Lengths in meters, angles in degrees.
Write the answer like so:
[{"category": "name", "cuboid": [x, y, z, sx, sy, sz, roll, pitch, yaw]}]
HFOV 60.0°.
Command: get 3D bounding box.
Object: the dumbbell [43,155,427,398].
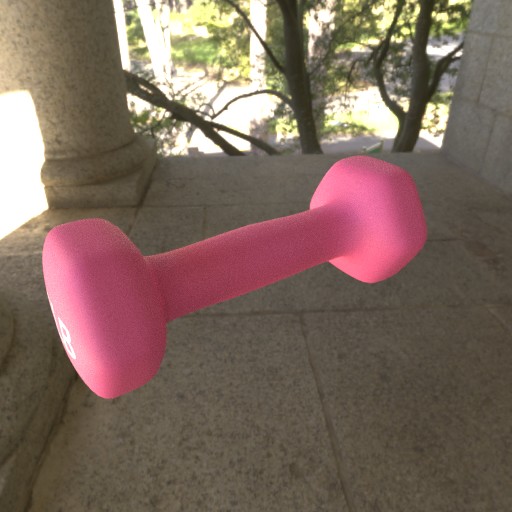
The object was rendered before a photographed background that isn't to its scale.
[{"category": "dumbbell", "cuboid": [0.000, 0.000, 0.170, 0.146, 0.053, 0.058, -18, 34, -29]}]
